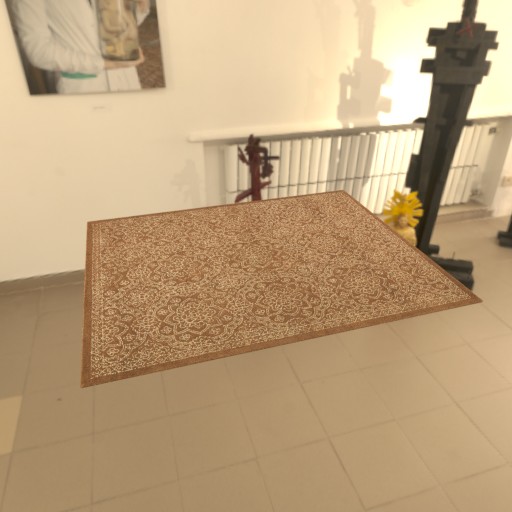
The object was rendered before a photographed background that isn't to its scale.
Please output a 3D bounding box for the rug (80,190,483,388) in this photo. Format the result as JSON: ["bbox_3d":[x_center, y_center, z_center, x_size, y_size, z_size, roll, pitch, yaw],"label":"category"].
[{"bbox_3d":[0.000,0.000,4.155,3.050,0.015,2.441,-9,32,-15],"label":"rug"}]
